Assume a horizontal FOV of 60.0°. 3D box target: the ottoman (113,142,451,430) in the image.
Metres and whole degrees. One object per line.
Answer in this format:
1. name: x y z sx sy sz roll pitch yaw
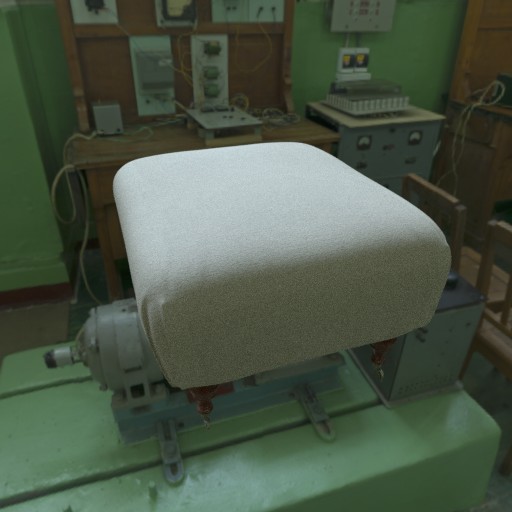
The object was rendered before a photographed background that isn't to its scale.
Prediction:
1. ottoman: 0.000 0.000 1.151 0.639 0.450 0.746 -10 32 -17
